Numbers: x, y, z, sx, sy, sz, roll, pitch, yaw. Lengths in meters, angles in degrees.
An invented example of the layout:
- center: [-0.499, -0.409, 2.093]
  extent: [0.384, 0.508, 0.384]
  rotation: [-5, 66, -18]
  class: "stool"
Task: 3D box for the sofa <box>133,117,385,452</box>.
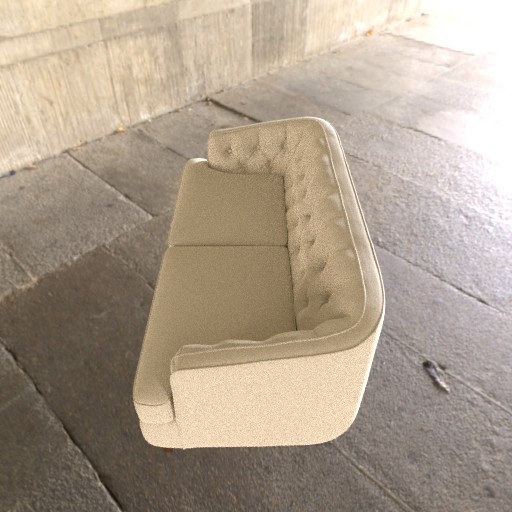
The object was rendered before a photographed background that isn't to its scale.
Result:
- center: [0.000, 0.000, 2.236]
  extent: [0.941, 0.855, 1.733]
  rotation: [0, 41, 0]
  class: "sofa"
